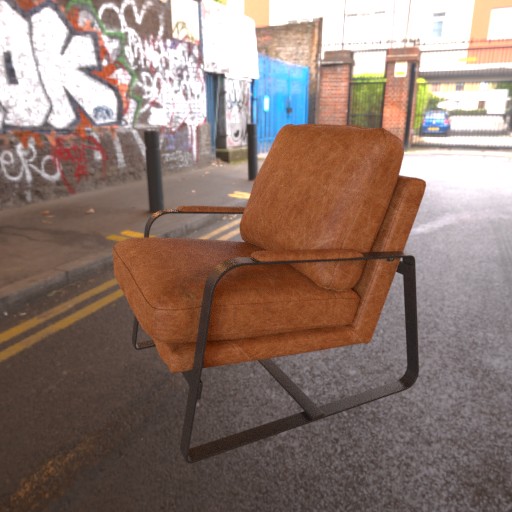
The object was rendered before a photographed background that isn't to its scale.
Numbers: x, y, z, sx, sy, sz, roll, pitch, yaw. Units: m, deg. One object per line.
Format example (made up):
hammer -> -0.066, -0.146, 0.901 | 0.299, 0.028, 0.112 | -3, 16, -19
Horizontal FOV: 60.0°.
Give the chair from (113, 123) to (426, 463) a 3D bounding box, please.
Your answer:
chair -> 0.000, 0.000, 1.371 | 0.801, 0.777, 0.651 | -8, 20, -25
